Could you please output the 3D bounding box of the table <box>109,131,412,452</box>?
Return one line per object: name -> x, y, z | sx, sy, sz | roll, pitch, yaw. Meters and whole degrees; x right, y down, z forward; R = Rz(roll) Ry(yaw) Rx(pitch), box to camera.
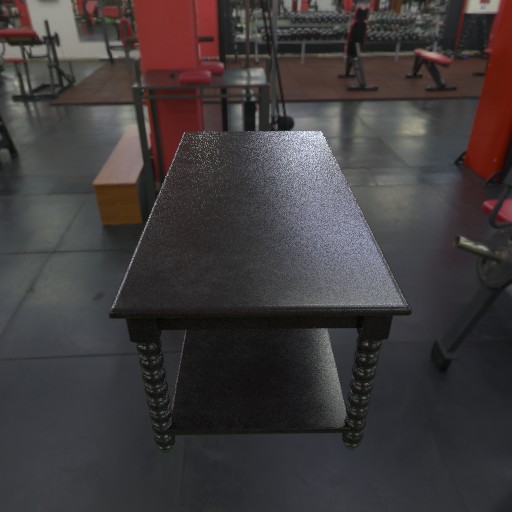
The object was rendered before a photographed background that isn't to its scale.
table -> 0.000, 0.000, 1.456 | 0.580, 0.487, 1.171 | 0, 32, -1
